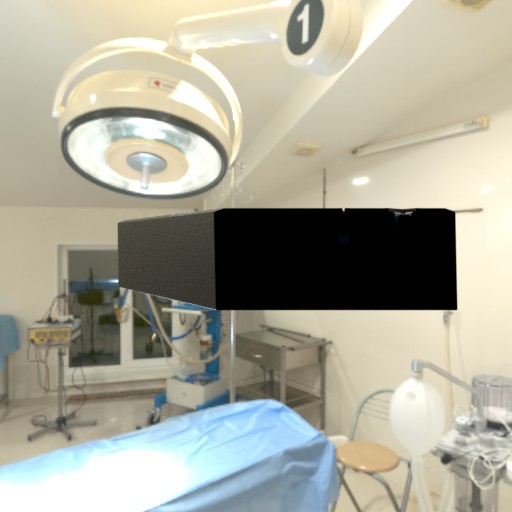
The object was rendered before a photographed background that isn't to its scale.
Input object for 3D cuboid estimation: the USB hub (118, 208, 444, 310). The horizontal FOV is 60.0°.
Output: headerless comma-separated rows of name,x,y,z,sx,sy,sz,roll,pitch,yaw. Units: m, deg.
USB hub,0.000,0.000,0.125,0.044,0.023,0.110,-1,2,-36
